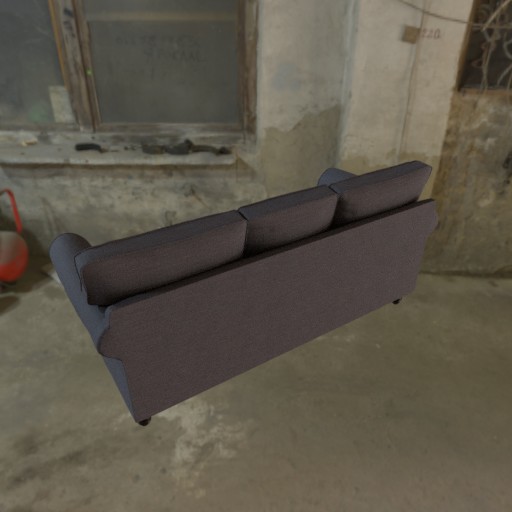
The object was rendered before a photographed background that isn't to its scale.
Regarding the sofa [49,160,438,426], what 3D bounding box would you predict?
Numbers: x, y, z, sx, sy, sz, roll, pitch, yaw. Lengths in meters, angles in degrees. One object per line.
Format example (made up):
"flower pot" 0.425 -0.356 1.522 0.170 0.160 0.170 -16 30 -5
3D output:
"sofa" 0.000 0.000 2.594 2.084 0.966 0.909 -19 35 -28
